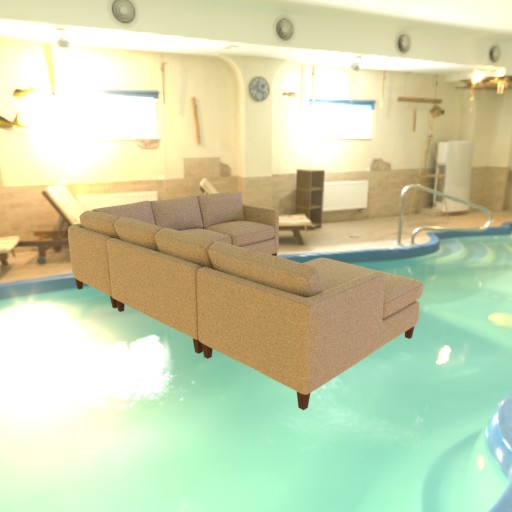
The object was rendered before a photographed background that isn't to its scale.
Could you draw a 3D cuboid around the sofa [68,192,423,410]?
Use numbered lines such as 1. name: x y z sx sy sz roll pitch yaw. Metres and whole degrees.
1. sofa: 0.000 0.000 4.727 3.460 0.959 2.593 15 21 43
